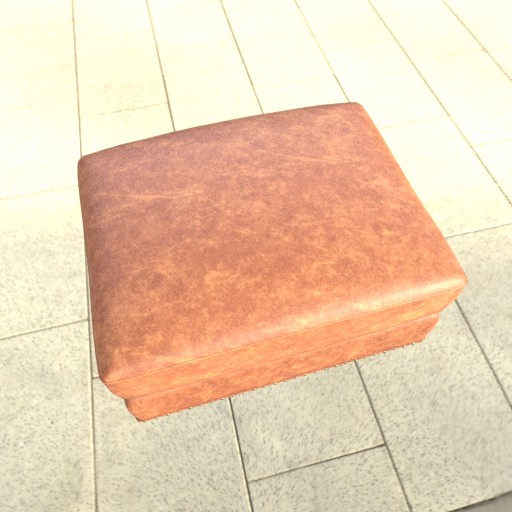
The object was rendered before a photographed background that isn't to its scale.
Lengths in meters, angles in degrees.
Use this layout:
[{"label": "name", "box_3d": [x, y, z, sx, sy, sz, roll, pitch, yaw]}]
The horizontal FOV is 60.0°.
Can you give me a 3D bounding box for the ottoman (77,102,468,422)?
[{"label": "ottoman", "box_3d": [0.000, 0.000, 1.115, 0.742, 0.486, 0.586, -14, 59, -8]}]
